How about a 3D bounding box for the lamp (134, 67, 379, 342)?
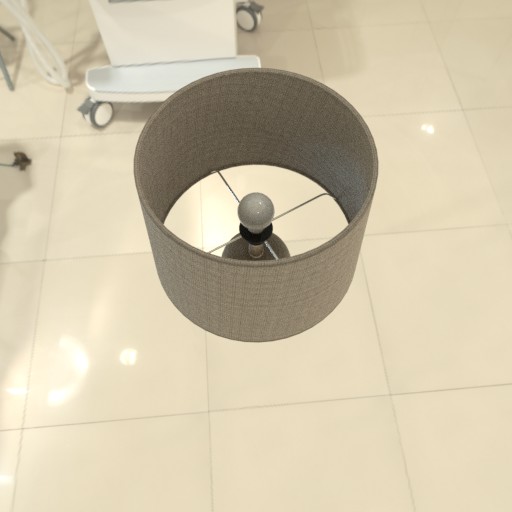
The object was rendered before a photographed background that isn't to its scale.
[{"bbox_3d":[0.000,0.000,0.854,0.367,0.609,0.367,0,64,0],"label":"lamp"}]
